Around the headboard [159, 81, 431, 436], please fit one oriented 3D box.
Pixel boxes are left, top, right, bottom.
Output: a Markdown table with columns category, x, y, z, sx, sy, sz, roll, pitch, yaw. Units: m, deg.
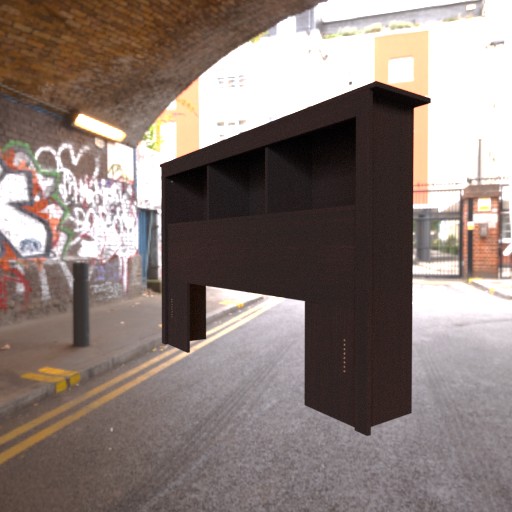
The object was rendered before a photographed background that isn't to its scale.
| category | x | y | z | sx | sy | sz | roll | pitch | yaw |
| --- | --- | --- | --- | --- | --- | --- | --- | --- | --- |
| headboard | 0.000 | 0.000 | 2.114 | 0.279 | 1.092 | 1.671 | -1 | 2 | -35 |
